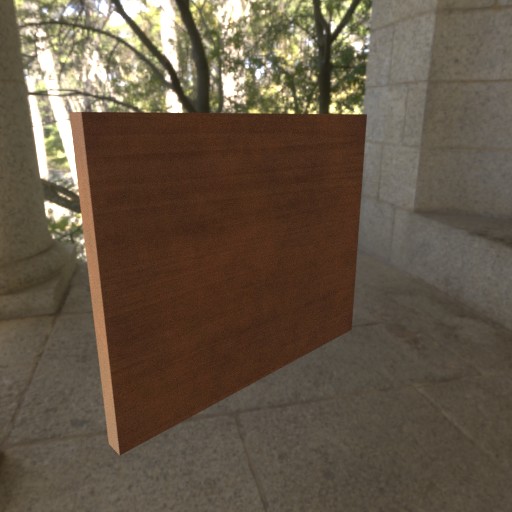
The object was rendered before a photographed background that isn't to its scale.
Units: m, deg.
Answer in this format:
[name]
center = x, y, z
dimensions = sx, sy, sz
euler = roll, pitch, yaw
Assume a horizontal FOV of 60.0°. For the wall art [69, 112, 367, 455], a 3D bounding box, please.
[wall art]
center = 0.000, 0.000, 0.747
dimensions = 0.558, 0.457, 0.033
euler = -16, 23, -41
